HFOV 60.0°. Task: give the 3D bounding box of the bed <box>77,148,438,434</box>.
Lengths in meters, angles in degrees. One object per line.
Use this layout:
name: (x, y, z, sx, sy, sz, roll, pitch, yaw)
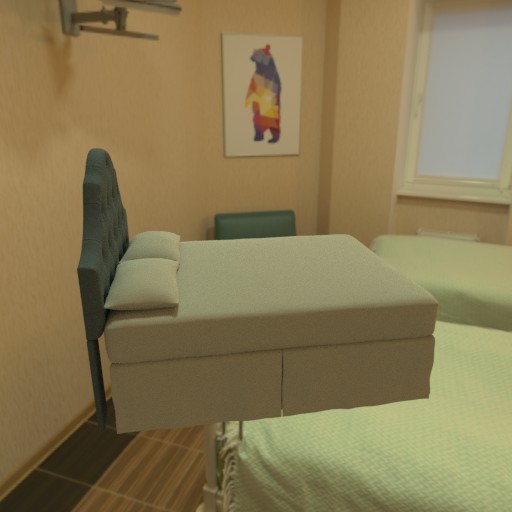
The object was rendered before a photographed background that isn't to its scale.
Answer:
bed: (0.000, 0.000, 3.263, 2.155, 1.575, 1.636, -3, 19, -9)
